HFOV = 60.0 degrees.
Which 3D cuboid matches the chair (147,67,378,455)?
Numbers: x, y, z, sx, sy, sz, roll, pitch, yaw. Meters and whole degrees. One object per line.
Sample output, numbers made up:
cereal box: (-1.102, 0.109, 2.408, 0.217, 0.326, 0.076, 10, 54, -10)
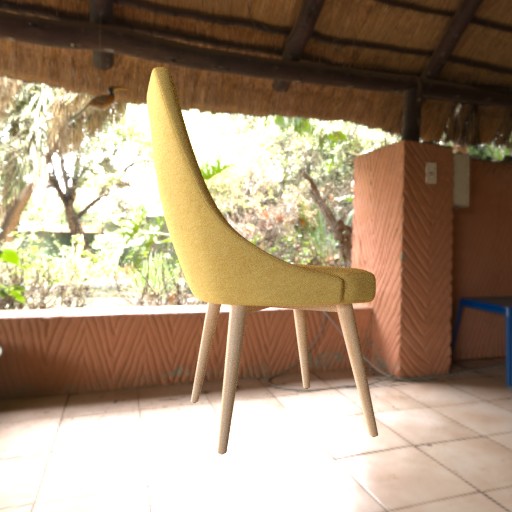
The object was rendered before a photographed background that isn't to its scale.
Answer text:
chair: (0.000, 0.000, 1.408, 0.660, 1.040, 0.510, 0, 1, -18)
